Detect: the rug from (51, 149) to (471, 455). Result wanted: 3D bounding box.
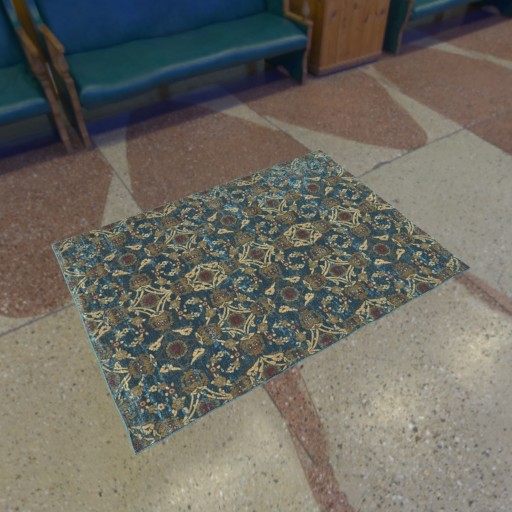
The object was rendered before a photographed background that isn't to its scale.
[{"bbox_3d":[0.000,0.000,2.847,2.207,0.014,1.567,-23,50,-21],"label":"rug"}]
